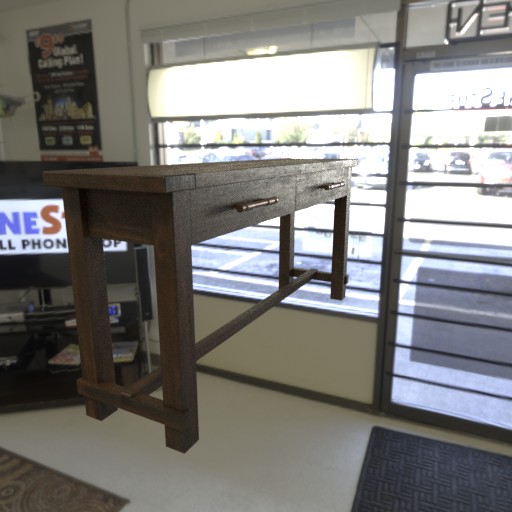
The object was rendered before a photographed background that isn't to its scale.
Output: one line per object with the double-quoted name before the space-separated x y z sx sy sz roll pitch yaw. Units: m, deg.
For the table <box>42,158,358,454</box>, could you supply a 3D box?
"table" 0.000 0.000 1.854 0.442 0.762 1.599 7 16 27
